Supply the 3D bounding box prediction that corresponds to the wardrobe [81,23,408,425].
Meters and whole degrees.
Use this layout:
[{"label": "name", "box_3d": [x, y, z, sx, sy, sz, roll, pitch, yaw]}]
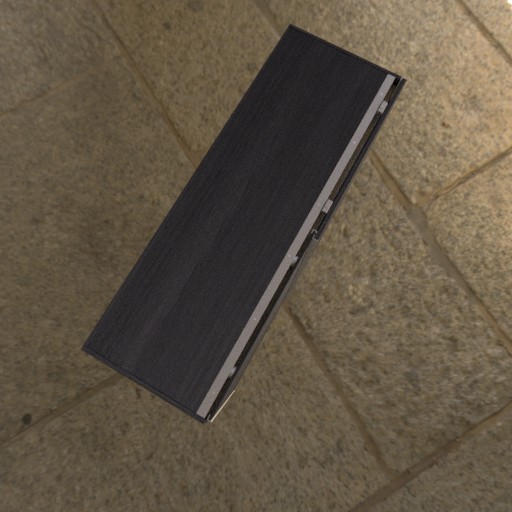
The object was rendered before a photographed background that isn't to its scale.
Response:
[{"label": "wardrobe", "box_3d": [0.000, 0.000, 2.884, 0.629, 1.960, 1.780, 29, 78, 7]}]
